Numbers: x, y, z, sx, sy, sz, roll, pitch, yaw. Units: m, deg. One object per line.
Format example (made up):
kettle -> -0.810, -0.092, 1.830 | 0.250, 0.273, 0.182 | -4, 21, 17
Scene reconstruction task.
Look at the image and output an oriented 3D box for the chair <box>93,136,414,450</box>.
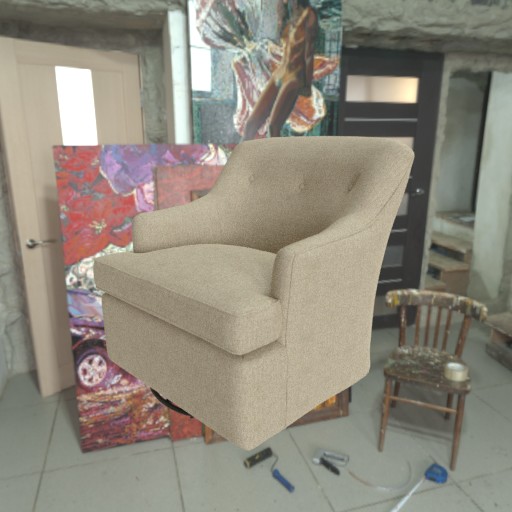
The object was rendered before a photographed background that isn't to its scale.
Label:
chair -> 0.000, 0.000, 1.636 | 0.864, 0.856, 0.923 | 14, 20, 42
